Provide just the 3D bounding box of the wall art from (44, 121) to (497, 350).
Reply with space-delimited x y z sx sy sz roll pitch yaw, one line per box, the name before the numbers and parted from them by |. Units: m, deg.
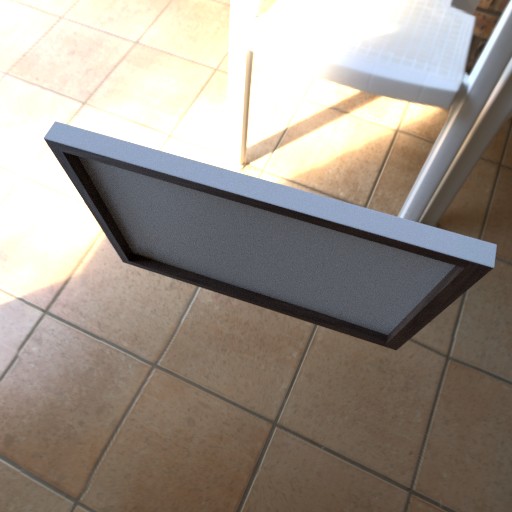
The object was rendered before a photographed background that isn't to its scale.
wall art | 0.000 0.000 1.138 0.914 0.610 0.050 17 65 8
